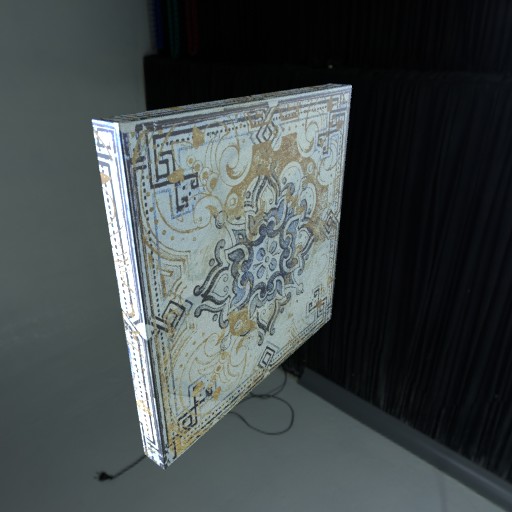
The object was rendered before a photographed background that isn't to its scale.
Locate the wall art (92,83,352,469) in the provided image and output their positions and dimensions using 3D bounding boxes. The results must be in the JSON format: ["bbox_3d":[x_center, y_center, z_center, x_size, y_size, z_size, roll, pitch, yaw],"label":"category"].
[{"bbox_3d":[0.000,0.000,0.605,0.038,0.410,0.411,19,32,33],"label":"wall art"}]
